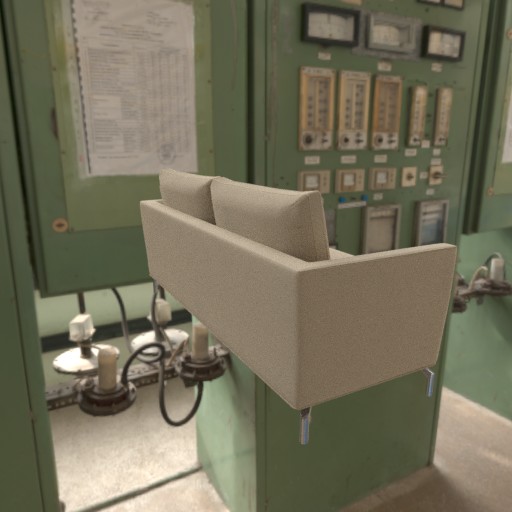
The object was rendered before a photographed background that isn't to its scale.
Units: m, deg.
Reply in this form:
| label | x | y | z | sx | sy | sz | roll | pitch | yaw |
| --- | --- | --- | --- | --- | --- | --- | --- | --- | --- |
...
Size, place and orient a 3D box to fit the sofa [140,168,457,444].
| label | x | y | z | sx | sy | sz | roll | pitch | yaw |
| --- | --- | --- | --- | --- | --- | --- | --- | --- | --- |
| sofa | 0.000 | 0.000 | 2.749 | 0.868 | 1.005 | 2.214 | -8 | 16 | -28 |
